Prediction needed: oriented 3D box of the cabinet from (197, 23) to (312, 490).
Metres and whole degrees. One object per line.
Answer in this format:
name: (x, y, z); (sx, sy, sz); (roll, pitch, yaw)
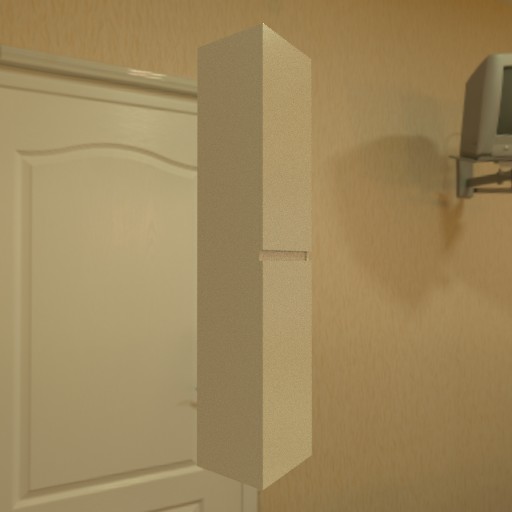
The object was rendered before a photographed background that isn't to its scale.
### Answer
cabinet: (0.000, 0.000, 1.527); (0.269, 1.400, 0.300); (-1, -1, 36)
